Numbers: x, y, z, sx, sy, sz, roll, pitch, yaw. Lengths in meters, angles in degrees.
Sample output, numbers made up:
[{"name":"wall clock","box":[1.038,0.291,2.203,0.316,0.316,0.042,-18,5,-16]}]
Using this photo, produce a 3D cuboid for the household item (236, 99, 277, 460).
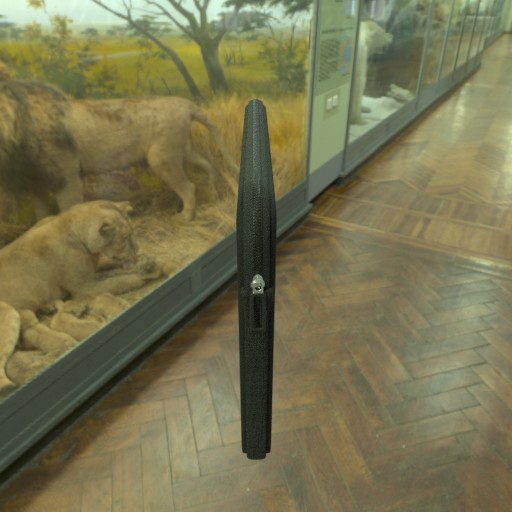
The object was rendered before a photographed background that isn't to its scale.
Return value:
[{"name":"household item","box":[0.000,0.000,0.536,0.030,0.305,0.396,0,30,0]}]
